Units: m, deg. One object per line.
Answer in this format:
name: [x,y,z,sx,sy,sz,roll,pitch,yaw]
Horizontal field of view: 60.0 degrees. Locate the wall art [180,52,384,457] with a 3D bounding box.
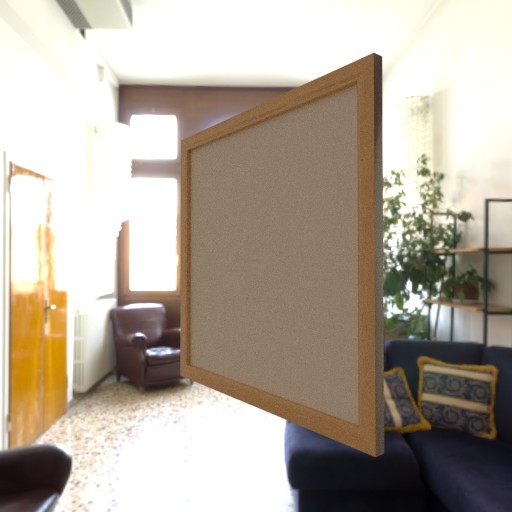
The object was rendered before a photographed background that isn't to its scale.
wall art: [0.000,0.000,1.142,0.027,0.762,0.762,1,-1,-38]
